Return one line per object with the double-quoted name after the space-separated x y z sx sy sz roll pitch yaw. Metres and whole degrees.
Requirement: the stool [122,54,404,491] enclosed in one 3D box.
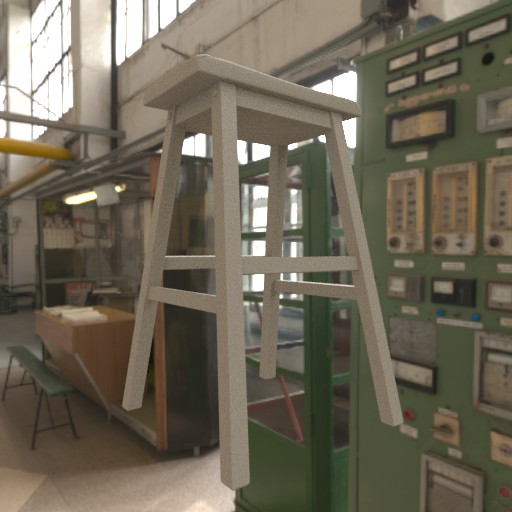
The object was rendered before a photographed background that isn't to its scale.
0.000 0.000 1.024 0.457 0.737 0.476 -1 1 -37 "stool"
